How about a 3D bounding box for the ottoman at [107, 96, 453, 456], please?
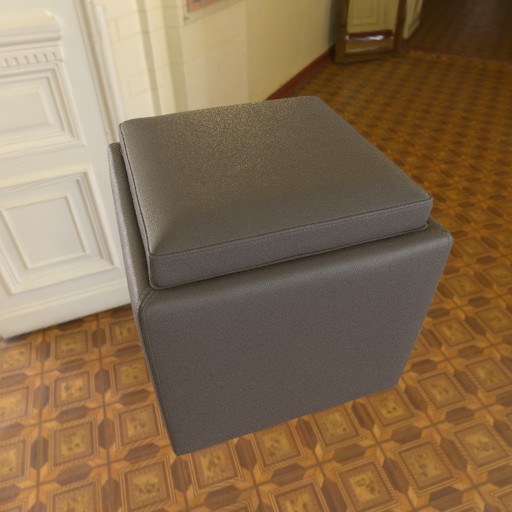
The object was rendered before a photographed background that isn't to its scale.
[{"bbox_3d":[0.000,0.000,0.814,0.451,0.460,0.450,-12,43,-14],"label":"ottoman"}]
